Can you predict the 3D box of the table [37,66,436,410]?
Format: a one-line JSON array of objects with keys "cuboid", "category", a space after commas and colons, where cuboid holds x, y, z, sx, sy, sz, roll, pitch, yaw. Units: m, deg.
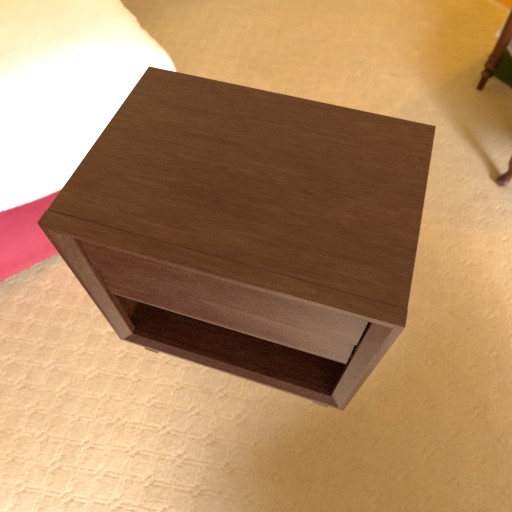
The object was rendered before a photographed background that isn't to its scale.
[{"cuboid": [0.000, 0.000, 1.002, 0.557, 0.609, 0.449, 15, 60, 9], "category": "table"}]
